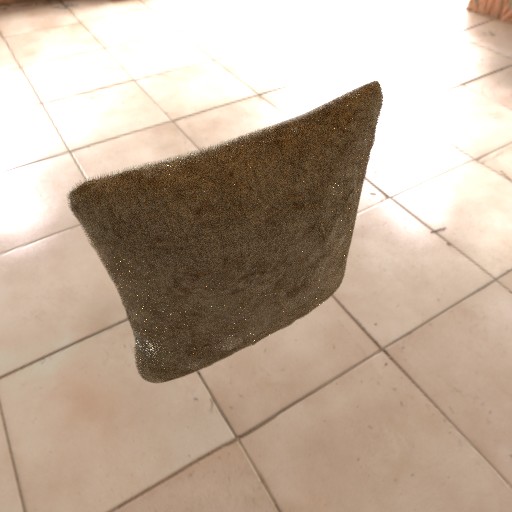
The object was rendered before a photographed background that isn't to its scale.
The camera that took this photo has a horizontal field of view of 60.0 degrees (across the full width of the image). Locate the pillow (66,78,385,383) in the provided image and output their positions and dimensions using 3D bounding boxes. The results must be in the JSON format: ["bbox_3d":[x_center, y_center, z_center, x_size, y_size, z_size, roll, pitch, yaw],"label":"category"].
[{"bbox_3d":[0.000,0.000,0.815,0.538,0.525,0.216,-25,52,-21],"label":"pillow"}]
